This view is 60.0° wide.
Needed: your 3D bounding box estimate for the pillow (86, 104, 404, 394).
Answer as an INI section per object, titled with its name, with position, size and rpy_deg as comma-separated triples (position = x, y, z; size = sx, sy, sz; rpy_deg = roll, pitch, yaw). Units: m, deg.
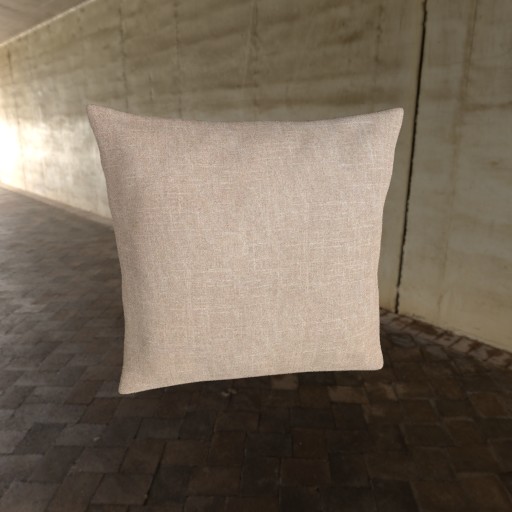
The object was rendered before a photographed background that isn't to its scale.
[pillow]
position = 0.000, 0.000, 0.787
size = 0.523, 0.506, 0.166
rpy_deg = -3, 16, -9
